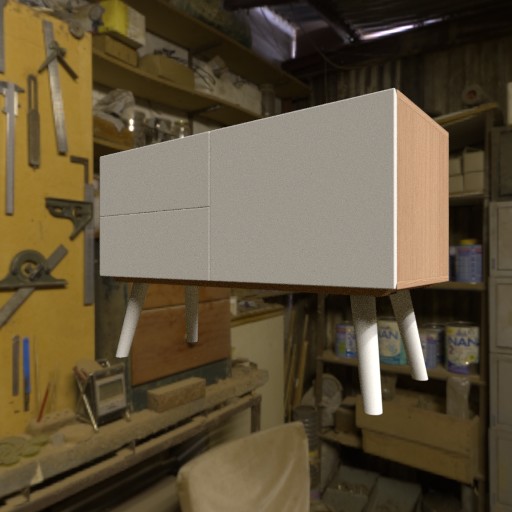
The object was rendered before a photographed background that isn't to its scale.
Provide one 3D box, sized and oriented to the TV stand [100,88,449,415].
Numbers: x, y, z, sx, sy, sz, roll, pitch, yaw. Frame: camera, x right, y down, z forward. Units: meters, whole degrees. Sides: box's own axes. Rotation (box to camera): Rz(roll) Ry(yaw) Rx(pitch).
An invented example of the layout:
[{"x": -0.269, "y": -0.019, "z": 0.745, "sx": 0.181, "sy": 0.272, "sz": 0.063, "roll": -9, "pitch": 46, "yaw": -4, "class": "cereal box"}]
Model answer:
[{"x": 0.000, "y": 0.000, "z": 1.328, "sx": 0.991, "sy": 0.660, "sz": 0.407, "roll": 0, "pitch": 0, "yaw": 37, "class": "TV stand"}]
